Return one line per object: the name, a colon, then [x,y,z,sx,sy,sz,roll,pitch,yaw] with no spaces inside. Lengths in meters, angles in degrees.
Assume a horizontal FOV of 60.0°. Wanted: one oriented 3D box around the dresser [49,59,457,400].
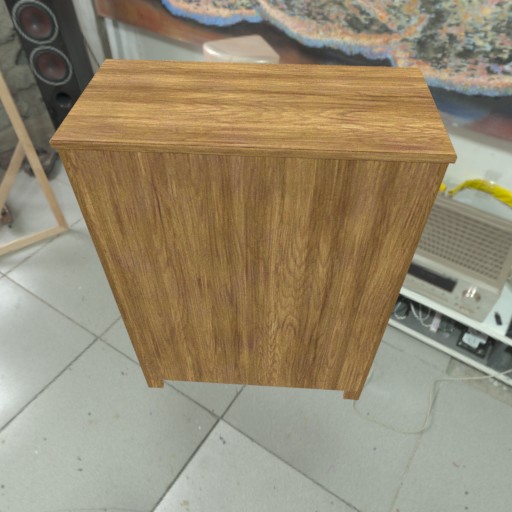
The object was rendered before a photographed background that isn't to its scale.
dresser: [0.000,0.000,1.877,1.081,1.431,0.558,3,47,3]
